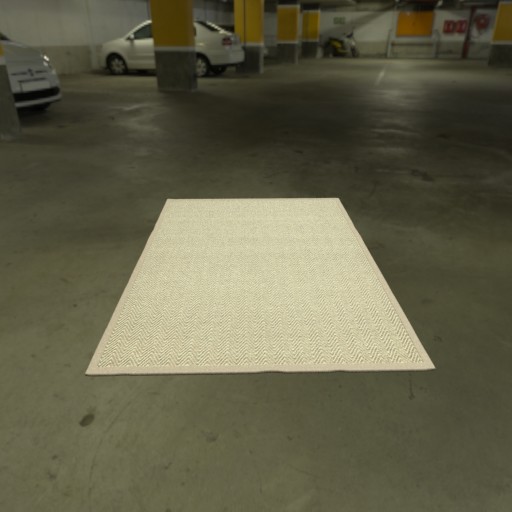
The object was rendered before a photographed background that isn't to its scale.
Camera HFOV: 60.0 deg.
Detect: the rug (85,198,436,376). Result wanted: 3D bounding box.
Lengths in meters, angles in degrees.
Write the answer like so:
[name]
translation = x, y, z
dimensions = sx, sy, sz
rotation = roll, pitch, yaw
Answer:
[rug]
translation = 0.000, 0.000, 2.956
dimensions = 1.540, 0.021, 2.290
rotation = -1, 27, -1
